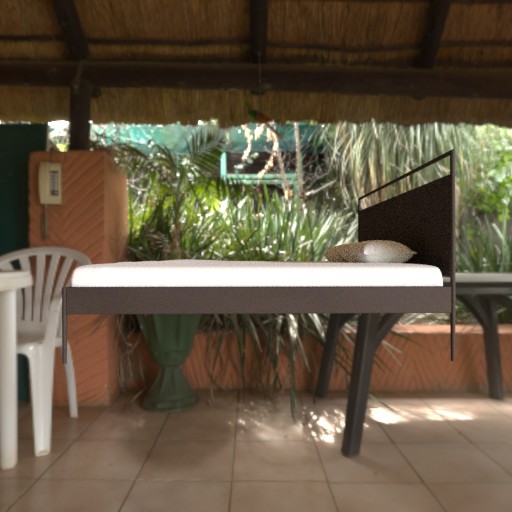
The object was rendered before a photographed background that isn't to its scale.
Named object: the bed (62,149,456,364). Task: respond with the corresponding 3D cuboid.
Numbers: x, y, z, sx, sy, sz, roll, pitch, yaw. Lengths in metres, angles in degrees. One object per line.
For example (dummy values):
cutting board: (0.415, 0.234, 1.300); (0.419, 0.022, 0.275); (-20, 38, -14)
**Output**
bed: (0.000, 0.000, 3.409); (2.151, 1.173, 1.993); (0, 0, -2)
